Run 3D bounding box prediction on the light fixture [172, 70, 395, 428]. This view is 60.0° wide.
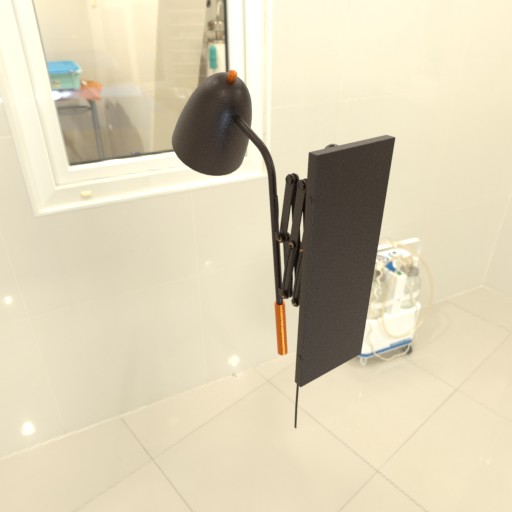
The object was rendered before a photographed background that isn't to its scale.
[{"bbox_3d":[0.000,0.000,0.937,0.162,0.715,0.499,-19,35,-29],"label":"light fixture"}]
